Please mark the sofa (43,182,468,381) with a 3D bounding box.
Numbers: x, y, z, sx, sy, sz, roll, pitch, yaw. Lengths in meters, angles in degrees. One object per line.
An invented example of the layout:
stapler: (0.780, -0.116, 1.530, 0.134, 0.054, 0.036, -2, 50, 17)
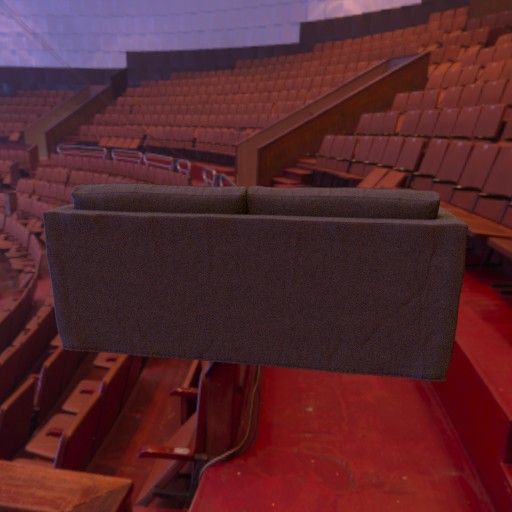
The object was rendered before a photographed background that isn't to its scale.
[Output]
sofa: (0.000, 0.000, 2.497, 1.982, 0.855, 0.953, 3, 15, 9)
